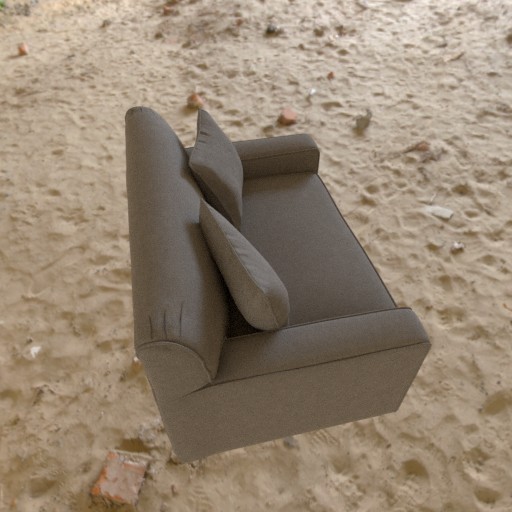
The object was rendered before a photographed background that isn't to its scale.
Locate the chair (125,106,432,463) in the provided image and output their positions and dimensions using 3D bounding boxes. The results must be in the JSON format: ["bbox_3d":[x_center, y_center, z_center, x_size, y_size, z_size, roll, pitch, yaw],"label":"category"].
[{"bbox_3d":[0.000,0.000,2.009,0.992,0.953,1.395,-9,47,-9],"label":"chair"}]
